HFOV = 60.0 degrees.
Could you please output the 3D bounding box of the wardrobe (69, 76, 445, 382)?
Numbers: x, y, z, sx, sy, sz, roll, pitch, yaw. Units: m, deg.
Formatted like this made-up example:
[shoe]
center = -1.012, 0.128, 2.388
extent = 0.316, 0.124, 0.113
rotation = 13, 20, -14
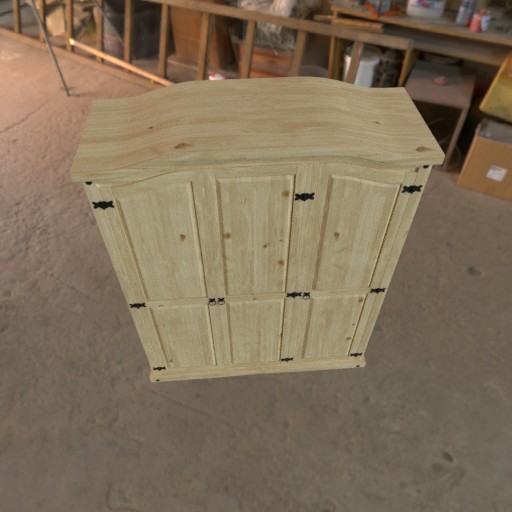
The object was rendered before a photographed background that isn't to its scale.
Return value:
[wardrobe]
center = 0.000, 0.000, 2.591
extent = 1.500, 1.870, 0.570
rotation = -3, 48, -3
